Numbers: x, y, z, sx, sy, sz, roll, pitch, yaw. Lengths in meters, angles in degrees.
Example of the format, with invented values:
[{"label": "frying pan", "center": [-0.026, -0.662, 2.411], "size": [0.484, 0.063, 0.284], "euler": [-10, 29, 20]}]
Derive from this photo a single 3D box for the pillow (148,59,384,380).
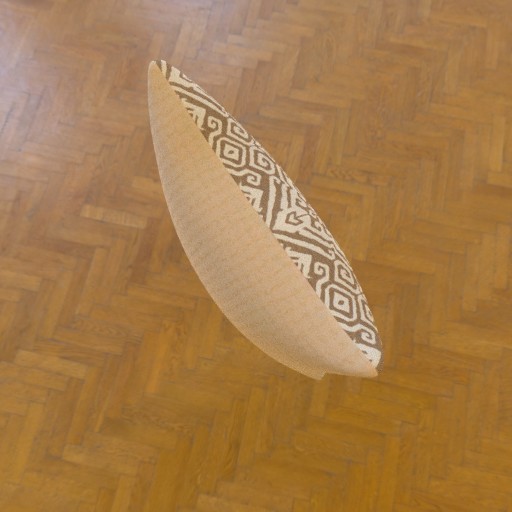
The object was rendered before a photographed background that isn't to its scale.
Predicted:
[{"label": "pillow", "center": [0.000, 0.000, 0.644], "size": [0.173, 0.407, 0.419], "euler": [-33, 78, -8]}]
